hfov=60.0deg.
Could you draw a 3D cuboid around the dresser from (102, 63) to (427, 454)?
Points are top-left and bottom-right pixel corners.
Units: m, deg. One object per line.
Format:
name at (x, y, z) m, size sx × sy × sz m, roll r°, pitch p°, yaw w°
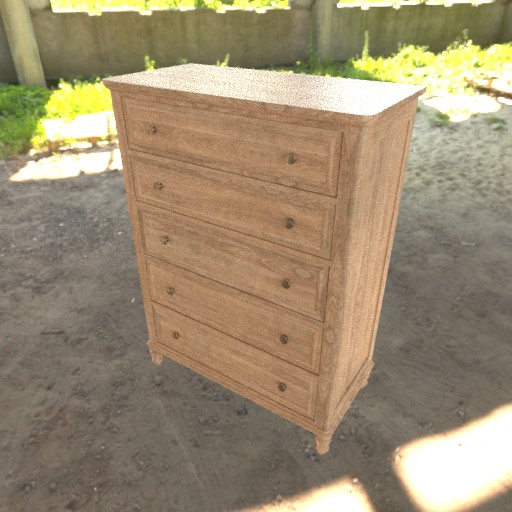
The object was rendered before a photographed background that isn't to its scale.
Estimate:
dresser at (0.000, 0.000, 1.786) m, size 0.973 × 1.318 × 0.484 m, roll 18°, pitch 35°, yaw 28°
